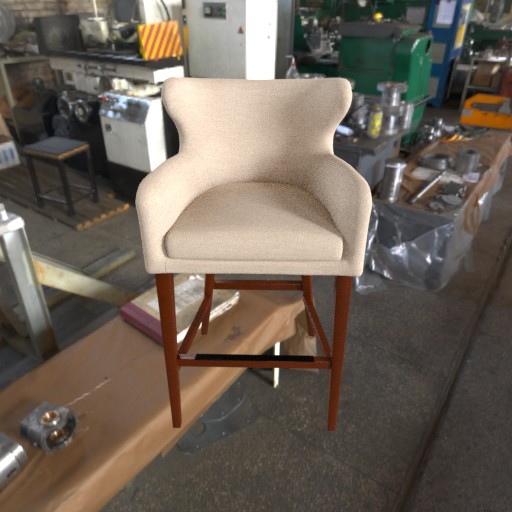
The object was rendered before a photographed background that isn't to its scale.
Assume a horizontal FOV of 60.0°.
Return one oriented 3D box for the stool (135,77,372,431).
[{"bbox_3d":[0.000,0.000,1.419,0.556,1.034,0.563,1,31,1],"label":"stool"}]
